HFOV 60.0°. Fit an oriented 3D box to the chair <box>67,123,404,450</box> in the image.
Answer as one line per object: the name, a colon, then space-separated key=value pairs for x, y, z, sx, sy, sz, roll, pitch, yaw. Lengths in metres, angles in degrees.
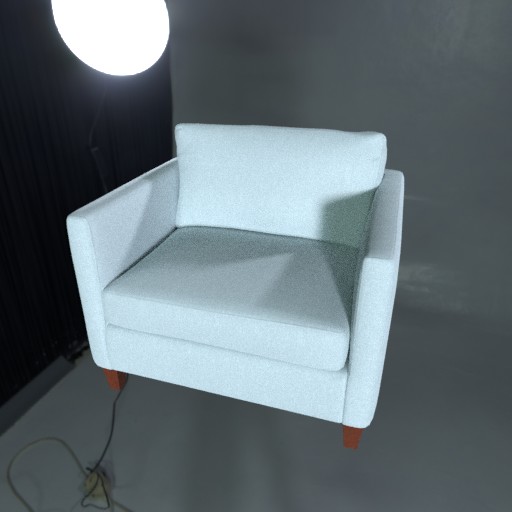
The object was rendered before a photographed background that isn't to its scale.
chair: x=0.000 y=0.000 z=1.834 sx=1.107 sy=0.961 sz=0.953 roll=8 pitch=28 yaw=16
